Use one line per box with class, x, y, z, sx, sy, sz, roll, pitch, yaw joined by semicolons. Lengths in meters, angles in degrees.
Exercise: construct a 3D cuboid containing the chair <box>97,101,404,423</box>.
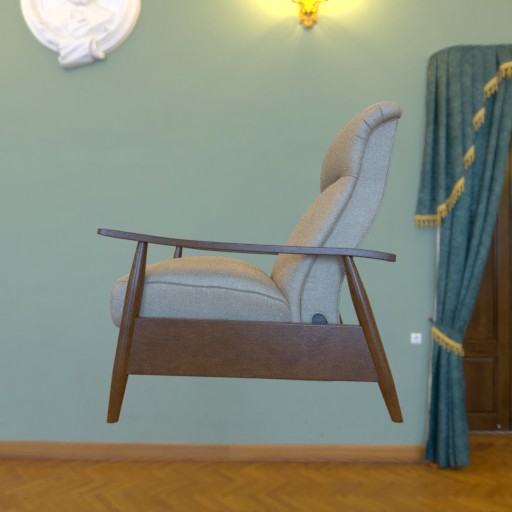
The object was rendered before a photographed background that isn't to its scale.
chair;0.000;0.000;1.802;1.030;1.082;0.762;0;0;0
